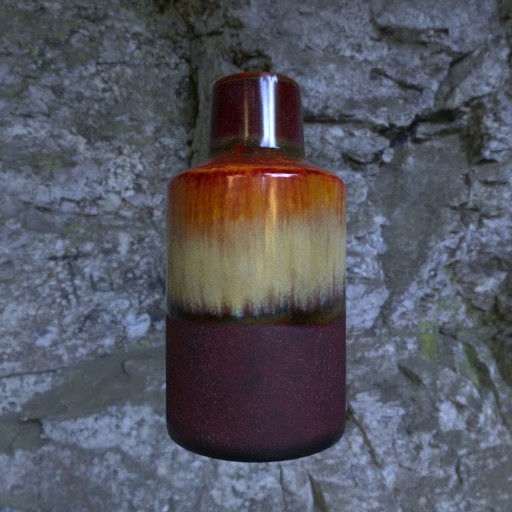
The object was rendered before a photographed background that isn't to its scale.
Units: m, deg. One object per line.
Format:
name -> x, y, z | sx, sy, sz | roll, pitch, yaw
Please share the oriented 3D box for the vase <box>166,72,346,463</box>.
vase -> 0.000, 0.000, 0.270 | 0.108, 0.204, 0.108 | 0, 0, 0
